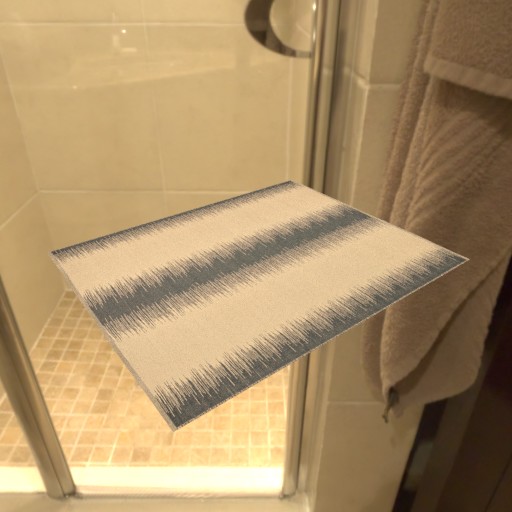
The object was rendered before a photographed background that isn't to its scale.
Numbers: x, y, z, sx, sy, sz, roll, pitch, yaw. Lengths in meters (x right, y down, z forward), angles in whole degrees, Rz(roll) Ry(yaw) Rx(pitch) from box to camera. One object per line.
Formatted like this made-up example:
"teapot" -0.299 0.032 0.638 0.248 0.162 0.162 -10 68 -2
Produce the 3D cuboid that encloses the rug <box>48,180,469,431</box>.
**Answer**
"rug" 0.000 0.000 4.078 3.037 0.004 2.453 -22 37 -31
